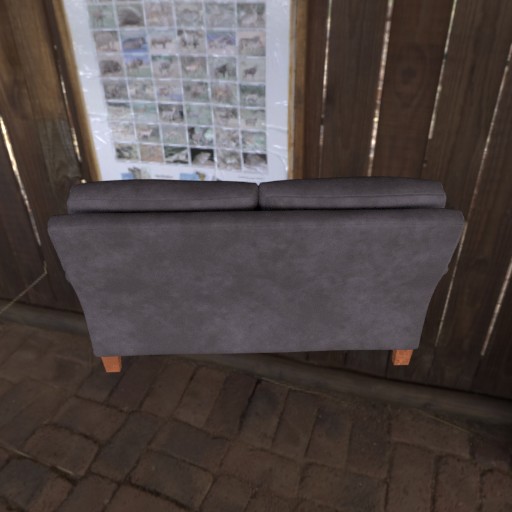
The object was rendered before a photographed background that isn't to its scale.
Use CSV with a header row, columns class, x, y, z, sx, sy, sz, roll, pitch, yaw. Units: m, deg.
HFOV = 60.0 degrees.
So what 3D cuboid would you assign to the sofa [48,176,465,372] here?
class,x,y,z,sx,sy,sz,roll,pitch,yaw
sofa,0.000,0.000,2.541,1.853,1.101,1.084,-1,29,-2
